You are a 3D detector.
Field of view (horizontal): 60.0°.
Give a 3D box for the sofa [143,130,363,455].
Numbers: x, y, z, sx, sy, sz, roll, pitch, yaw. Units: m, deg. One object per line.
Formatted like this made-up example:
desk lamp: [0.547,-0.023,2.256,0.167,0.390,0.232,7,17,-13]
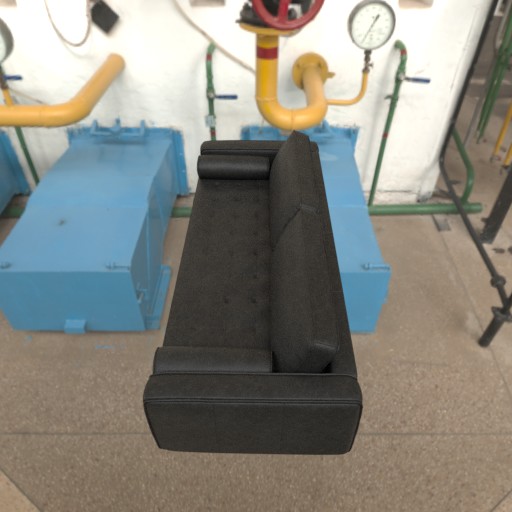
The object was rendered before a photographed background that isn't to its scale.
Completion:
sofa: [0.000,0.000,2.678,0.914,0.762,2.210,1,42,1]
